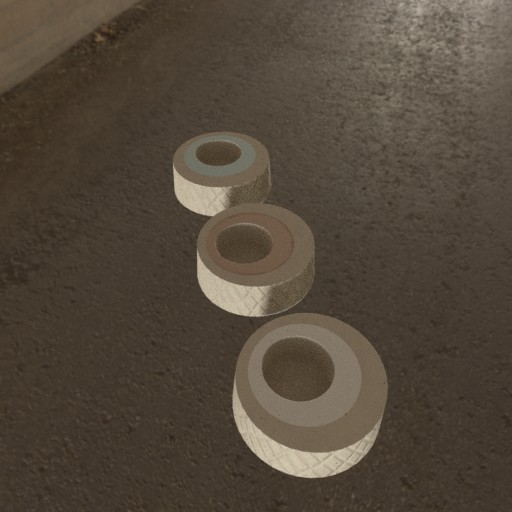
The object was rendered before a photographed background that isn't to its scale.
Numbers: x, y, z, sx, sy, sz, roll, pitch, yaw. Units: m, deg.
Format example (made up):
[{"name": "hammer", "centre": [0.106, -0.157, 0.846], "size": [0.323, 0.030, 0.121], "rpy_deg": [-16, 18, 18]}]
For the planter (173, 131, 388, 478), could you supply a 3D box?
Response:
[{"name": "planter", "centre": [0.000, 0.000, 0.417], "size": [0.114, 0.038, 0.390], "rpy_deg": [-12, 48, -11]}]
